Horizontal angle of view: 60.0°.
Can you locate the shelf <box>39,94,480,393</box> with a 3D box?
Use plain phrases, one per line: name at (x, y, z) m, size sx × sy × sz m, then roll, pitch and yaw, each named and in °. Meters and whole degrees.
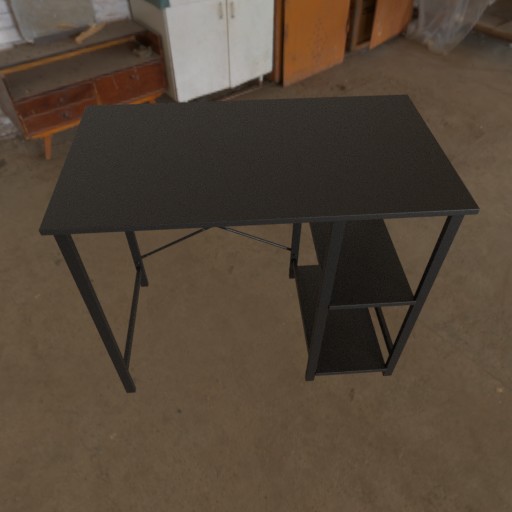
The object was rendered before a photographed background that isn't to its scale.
shelf at (0.000, 0.000, 1.345) m, size 0.902 × 0.749 × 0.498 m, roll -3°, pitch 47°, yaw -3°
